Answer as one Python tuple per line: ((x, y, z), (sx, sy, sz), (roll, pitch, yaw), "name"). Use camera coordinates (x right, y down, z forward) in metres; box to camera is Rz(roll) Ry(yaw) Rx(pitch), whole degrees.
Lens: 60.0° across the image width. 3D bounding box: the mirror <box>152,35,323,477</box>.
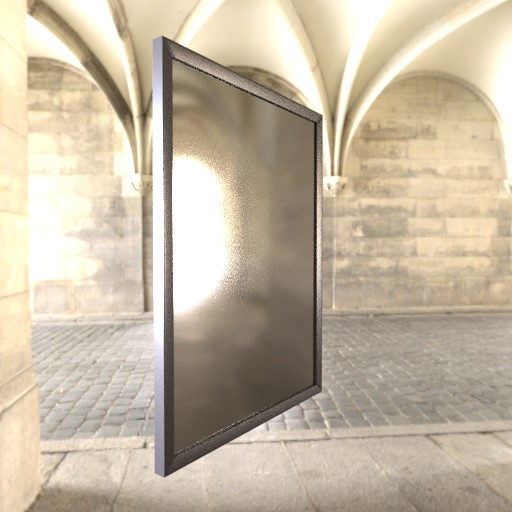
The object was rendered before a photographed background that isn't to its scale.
((0.000, 0.000, 1.334), (0.040, 1.016, 0.762), (1, 2, 37), "mirror")
